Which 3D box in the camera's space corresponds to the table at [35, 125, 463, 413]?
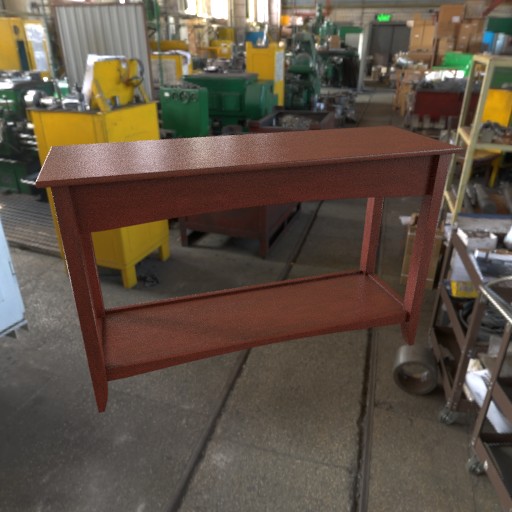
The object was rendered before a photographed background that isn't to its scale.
[{"bbox_3d":[0.000,0.000,1.509,1.188,0.739,0.392,-8,27,-15],"label":"table"}]
